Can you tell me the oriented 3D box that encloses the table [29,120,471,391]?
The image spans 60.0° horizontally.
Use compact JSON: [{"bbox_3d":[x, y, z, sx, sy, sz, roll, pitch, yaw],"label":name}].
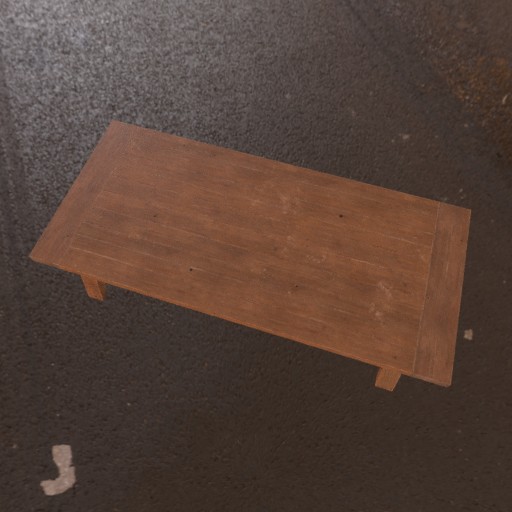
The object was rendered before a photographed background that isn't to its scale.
[{"bbox_3d":[0.000,0.000,2.176,1.800,0.465,0.820,16,64,8],"label":"table"}]
